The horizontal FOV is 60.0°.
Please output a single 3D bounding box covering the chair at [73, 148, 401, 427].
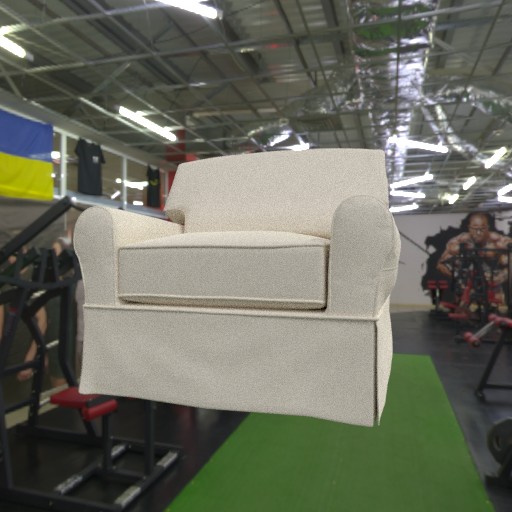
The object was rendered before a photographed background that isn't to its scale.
[{"bbox_3d":[0.000,0.000,1.766,1.099,0.958,0.904,0,0,19],"label":"chair"}]
